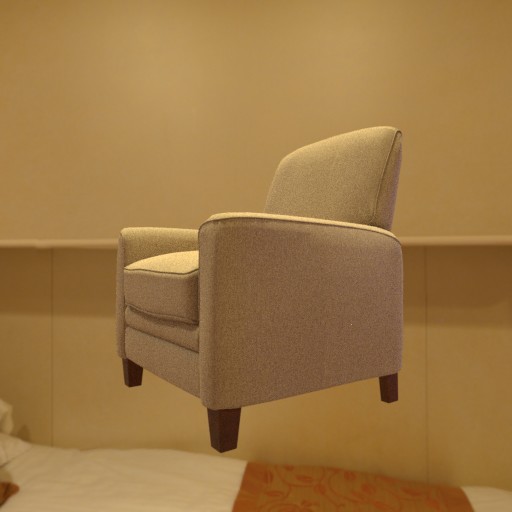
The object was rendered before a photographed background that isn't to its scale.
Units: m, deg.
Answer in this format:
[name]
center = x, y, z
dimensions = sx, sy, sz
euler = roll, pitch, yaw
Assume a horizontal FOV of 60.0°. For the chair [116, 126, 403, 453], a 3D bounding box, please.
[chair]
center = 0.000, 0.000, 1.654
dimensions = 0.864, 1.014, 0.848
euler = 0, 0, -35
